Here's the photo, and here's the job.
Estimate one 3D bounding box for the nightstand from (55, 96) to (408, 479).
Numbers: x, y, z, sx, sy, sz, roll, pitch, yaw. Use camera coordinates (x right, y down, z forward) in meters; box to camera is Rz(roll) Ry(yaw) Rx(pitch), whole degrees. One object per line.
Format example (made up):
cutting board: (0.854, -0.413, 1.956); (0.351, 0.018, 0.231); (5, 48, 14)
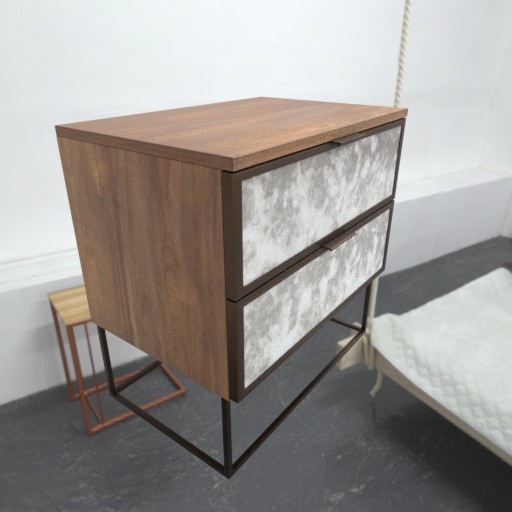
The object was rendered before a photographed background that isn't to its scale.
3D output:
nightstand: (0.000, 0.000, 1.006); (0.427, 0.611, 0.605); (18, 31, 33)
